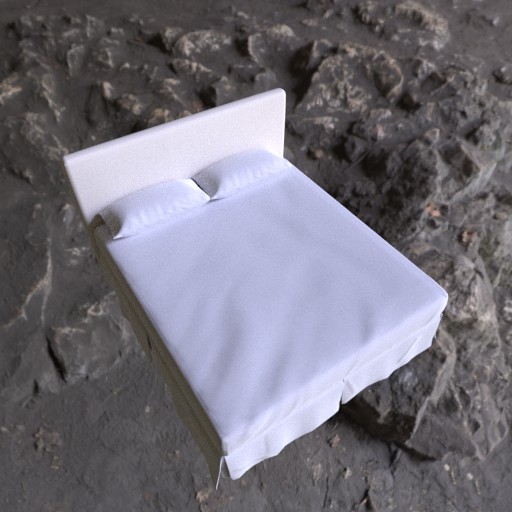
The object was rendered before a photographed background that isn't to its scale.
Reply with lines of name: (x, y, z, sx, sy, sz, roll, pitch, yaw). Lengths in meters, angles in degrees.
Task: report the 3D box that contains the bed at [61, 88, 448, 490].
bed: (0.000, 0.000, 3.492, 2.119, 1.317, 2.341, -26, 52, -22)
